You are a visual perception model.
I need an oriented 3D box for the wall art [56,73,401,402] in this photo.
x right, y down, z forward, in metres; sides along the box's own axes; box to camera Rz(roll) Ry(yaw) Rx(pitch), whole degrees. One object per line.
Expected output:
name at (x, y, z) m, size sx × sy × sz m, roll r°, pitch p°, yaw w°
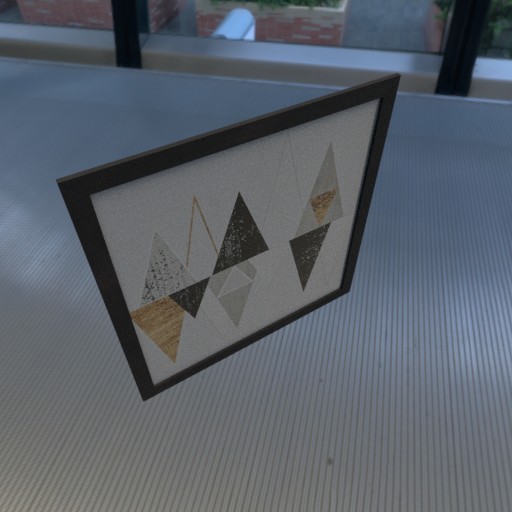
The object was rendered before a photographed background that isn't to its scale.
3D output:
wall art at (0.000, 0.000, 1.223) m, size 0.823 × 0.823 × 0.013 m, roll -24°, pitch 50°, yaw -22°
